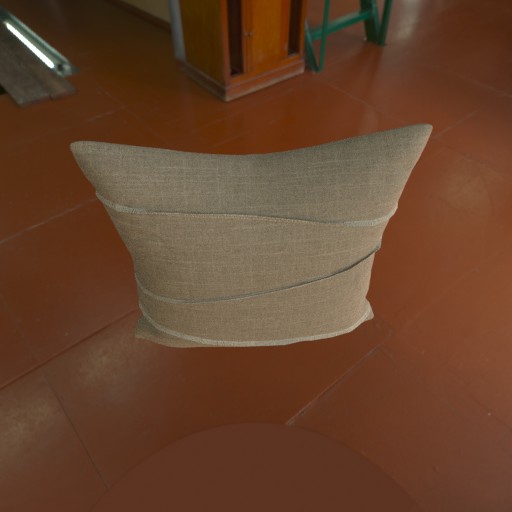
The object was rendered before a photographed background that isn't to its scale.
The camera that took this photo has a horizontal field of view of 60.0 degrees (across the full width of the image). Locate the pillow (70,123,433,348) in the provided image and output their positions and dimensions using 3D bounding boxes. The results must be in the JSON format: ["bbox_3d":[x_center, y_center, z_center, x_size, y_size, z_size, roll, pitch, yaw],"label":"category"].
[{"bbox_3d":[0.000,0.000,0.639,0.424,0.400,0.169,-4,48,-4],"label":"pillow"}]
